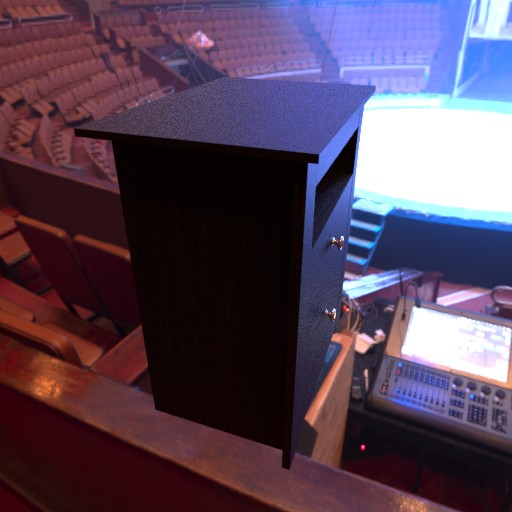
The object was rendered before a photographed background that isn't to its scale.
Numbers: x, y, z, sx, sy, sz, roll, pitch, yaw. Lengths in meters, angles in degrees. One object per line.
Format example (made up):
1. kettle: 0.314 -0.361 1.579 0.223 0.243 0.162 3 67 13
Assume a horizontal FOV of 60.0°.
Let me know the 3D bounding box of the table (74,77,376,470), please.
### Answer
1. table: 0.000 0.000 1.069 0.406 0.711 0.591 11 32 18
